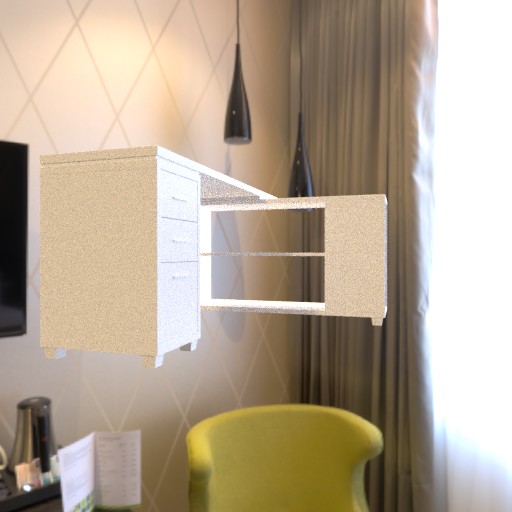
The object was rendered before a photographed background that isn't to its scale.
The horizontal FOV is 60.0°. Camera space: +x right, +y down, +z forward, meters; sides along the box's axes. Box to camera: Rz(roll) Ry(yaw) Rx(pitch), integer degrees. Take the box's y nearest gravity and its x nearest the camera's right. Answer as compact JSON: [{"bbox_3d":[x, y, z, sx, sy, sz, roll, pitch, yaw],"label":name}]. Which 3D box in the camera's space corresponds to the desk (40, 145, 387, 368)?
[{"bbox_3d":[0.000,0.000,2.194,1.199,0.759,1.524,0,0,18],"label":"desk"}]
